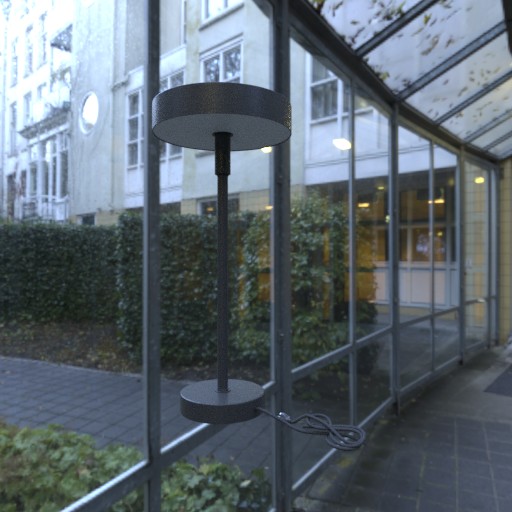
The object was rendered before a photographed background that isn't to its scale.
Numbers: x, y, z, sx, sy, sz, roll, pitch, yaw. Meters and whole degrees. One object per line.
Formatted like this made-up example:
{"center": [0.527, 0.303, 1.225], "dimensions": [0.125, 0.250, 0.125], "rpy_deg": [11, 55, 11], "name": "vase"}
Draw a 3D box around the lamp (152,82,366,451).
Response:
{"center": [0.000, 0.000, 0.694], "dimensions": [0.369, 0.508, 0.229], "rpy_deg": [0, 0, 38], "name": "lamp"}
